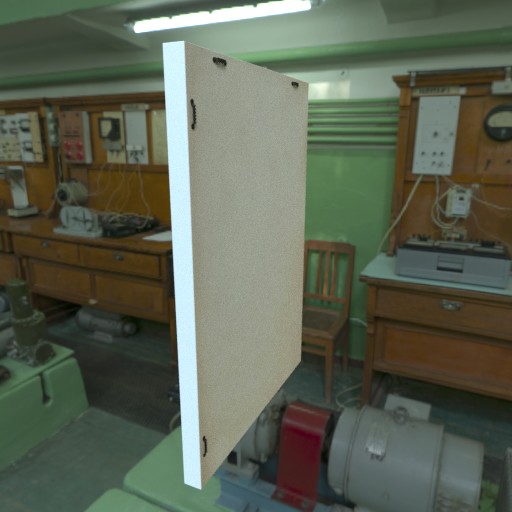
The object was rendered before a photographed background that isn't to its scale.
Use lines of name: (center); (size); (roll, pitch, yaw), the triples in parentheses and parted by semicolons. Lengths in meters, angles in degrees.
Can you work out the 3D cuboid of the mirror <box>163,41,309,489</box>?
mirror: (0.000, 0.000, 0.901); (0.040, 0.710, 0.507); (7, 16, 24)
